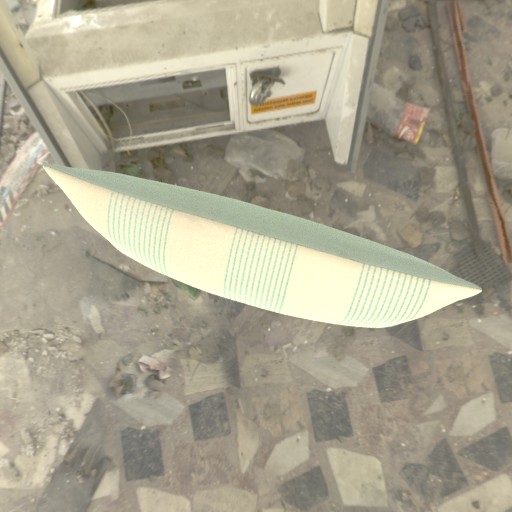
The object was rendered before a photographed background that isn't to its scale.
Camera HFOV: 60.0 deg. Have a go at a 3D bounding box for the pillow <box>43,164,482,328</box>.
[{"bbox_3d":[0.000,0.000,0.719,0.610,0.287,0.151,16,76,4],"label":"pillow"}]
